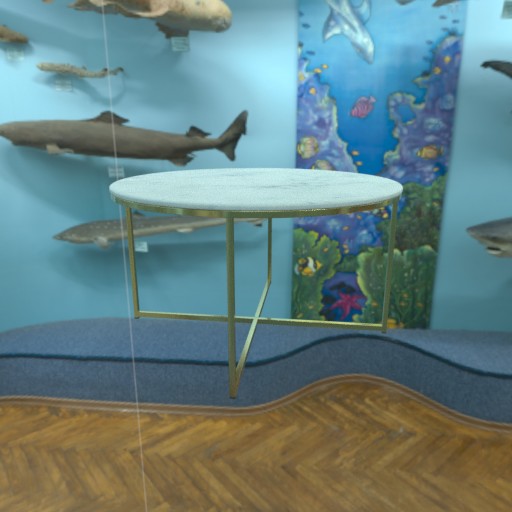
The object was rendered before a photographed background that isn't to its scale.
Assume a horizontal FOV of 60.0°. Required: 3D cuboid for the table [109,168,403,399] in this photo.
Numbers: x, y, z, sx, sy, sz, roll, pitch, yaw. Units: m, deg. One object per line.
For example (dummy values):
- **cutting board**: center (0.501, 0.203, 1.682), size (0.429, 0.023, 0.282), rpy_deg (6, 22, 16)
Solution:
- **table**: center (0.000, 0.000, 1.328), size (0.800, 0.450, 0.800), rpy_deg (0, 16, 0)
